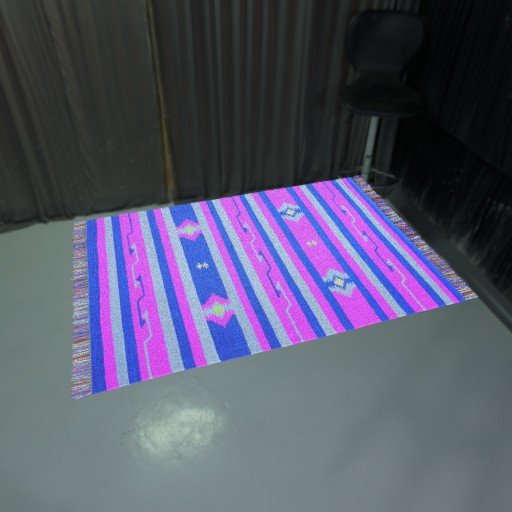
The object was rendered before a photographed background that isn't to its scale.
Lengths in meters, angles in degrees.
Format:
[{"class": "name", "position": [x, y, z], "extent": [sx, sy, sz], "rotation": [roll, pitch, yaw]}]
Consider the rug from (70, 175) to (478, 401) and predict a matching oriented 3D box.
[{"class": "rug", "position": [0.000, 0.000, 2.948], "extent": [2.350, 0.013, 1.539], "rotation": [-11, 41, -13]}]
